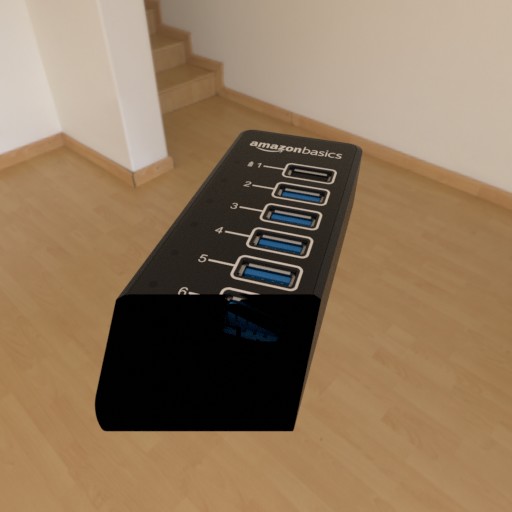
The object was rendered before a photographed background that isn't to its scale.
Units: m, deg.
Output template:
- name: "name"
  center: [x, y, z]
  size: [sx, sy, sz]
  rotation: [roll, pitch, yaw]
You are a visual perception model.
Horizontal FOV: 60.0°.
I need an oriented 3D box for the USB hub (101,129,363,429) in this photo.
- name: "USB hub"
  center: [0.000, 0.000, 0.127]
  size: [0.044, 0.023, 0.110]
  rotation: [12, 43, 13]
